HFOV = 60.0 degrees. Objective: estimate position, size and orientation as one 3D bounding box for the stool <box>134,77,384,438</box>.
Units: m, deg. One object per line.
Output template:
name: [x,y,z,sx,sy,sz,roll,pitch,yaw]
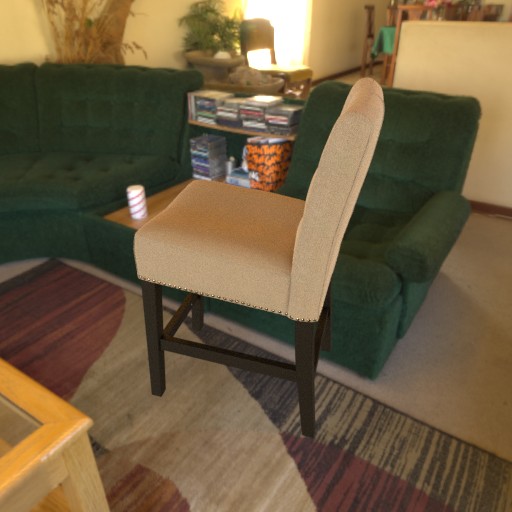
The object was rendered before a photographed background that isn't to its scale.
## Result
stool: [0.000,0.000,1.218,0.571,0.885,0.427,8,31,13]
